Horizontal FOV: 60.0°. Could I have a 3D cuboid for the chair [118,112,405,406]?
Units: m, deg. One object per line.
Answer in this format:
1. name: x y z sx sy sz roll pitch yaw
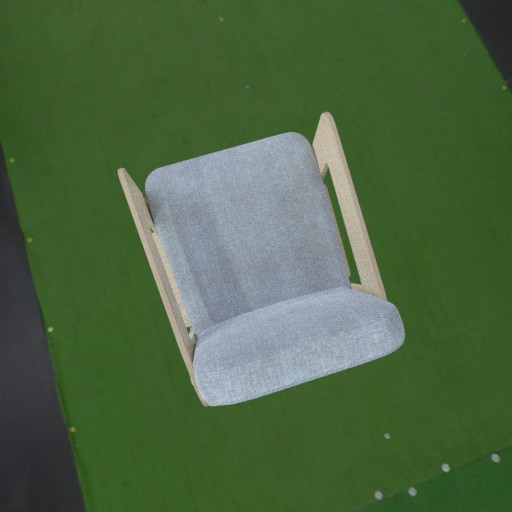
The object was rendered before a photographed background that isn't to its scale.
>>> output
1. chair: 0.000 0.000 1.271 0.590 0.800 0.710 -17 75 -4
